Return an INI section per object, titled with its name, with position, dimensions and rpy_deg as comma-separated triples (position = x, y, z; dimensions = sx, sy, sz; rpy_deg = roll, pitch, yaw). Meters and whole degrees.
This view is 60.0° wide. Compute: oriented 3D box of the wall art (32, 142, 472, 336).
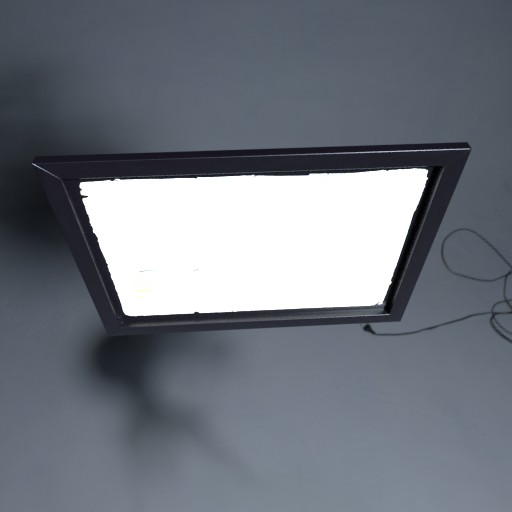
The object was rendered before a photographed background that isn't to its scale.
[wall art]
position = 0.000, 0.000, 0.559
dimensions = 0.440, 0.306, 0.013
rpy_deg = -2, 47, -2
